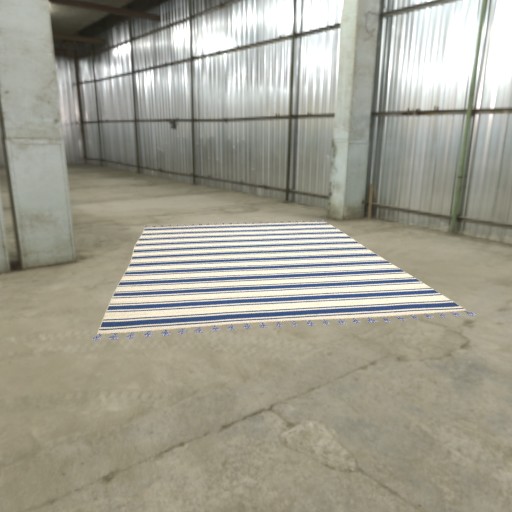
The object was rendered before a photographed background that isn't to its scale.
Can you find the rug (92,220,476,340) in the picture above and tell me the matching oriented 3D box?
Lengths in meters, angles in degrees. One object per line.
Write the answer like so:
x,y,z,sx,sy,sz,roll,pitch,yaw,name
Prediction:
0.000,0.000,4.394,2.471,0.016,3.416,-2,16,-8,rug
